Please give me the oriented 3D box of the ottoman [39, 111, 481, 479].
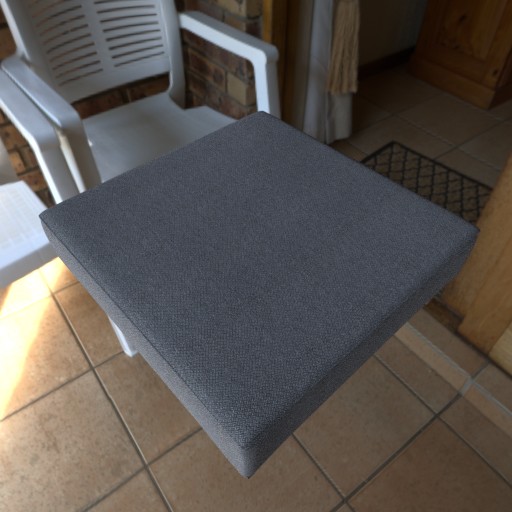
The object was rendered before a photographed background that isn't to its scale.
[{"bbox_3d":[0.000,0.000,1.464,0.970,0.378,0.981,-34,55,-28],"label":"ottoman"}]
